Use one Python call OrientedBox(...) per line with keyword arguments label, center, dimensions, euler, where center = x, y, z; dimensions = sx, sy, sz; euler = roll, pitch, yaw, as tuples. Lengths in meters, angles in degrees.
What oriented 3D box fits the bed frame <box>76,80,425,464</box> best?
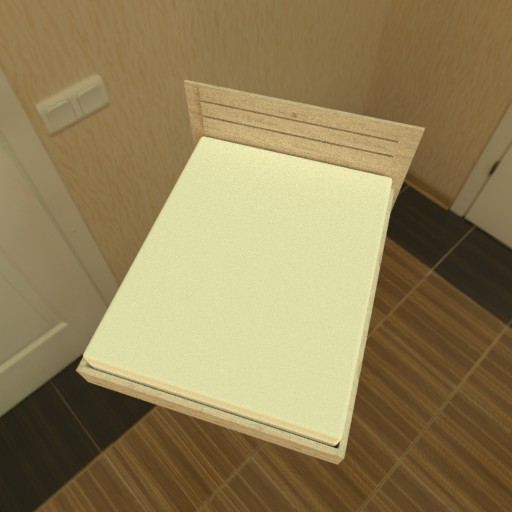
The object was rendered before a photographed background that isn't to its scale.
OrientedBox(label="bed frame", center=(0.000, 0.000, 3.005), dimensions=(1.750, 0.970, 2.080), euler=(15, 59, 9))
